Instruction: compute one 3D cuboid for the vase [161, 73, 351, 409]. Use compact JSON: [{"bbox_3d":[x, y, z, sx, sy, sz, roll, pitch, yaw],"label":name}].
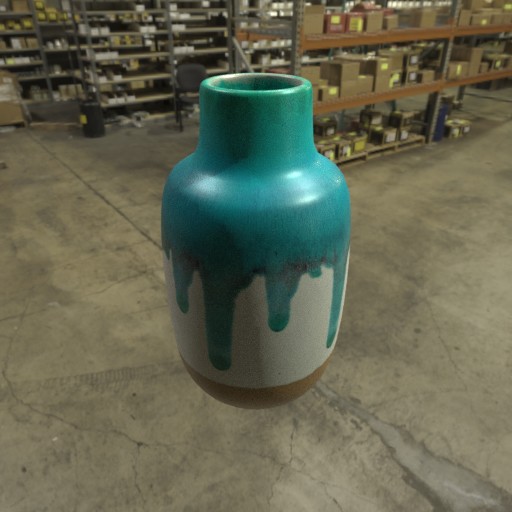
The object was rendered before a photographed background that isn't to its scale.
[{"bbox_3d":[0.000,0.000,0.257,0.106,0.192,0.106,0,31,0],"label":"vase"}]
